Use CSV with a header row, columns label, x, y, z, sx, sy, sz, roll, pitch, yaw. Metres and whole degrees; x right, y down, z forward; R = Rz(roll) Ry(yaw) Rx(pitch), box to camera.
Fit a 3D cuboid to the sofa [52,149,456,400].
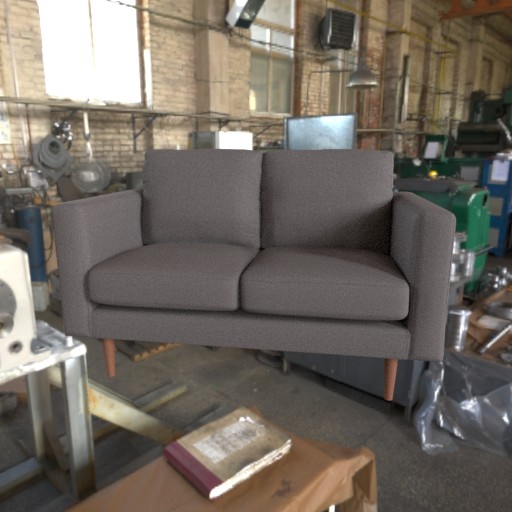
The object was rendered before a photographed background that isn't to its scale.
label,x,y,z,sx,sy,sz,roll,pitch,yaw
sofa,0.000,0.000,1.923,1.430,0.908,0.796,2,13,9
